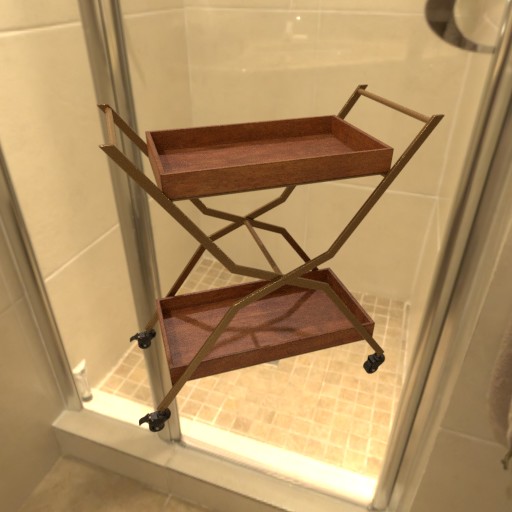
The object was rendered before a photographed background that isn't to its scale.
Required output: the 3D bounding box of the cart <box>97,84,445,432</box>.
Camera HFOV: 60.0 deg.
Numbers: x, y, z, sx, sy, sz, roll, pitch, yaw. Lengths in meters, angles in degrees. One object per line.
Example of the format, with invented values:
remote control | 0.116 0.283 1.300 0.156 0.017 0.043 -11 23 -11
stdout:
cart | 0.000 0.000 1.343 0.836 0.869 0.405 -10 34 -15
